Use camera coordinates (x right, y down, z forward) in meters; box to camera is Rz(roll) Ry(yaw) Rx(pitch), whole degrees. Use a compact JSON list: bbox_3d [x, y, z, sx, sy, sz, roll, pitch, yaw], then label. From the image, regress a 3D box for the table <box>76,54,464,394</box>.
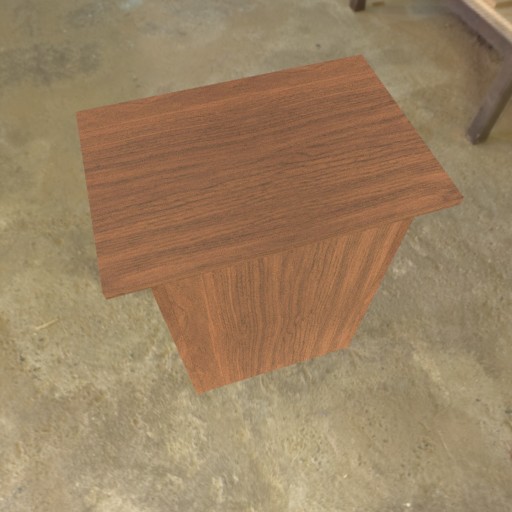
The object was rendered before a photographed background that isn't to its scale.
[{"bbox_3d":[0.000,0.000,1.086,0.589,0.711,0.406,-15,60,-9],"label":"table"}]
